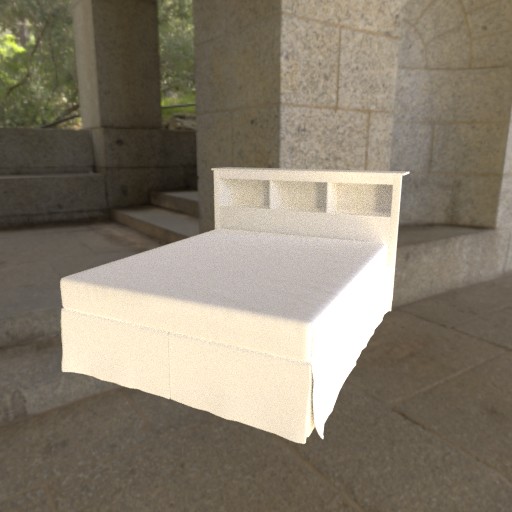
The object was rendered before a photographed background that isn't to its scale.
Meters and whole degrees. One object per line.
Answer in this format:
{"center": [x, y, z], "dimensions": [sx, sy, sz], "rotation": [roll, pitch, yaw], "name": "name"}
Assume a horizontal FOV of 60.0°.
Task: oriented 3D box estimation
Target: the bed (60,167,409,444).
{"center": [0.000, 0.000, 3.083], "dimensions": [1.671, 1.092, 2.133], "rotation": [7, 15, 25], "name": "bed"}
